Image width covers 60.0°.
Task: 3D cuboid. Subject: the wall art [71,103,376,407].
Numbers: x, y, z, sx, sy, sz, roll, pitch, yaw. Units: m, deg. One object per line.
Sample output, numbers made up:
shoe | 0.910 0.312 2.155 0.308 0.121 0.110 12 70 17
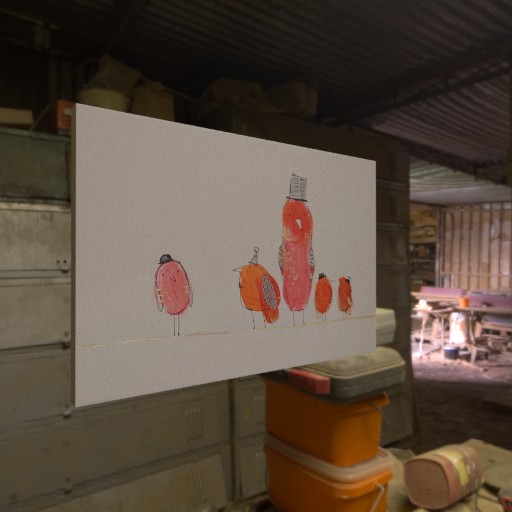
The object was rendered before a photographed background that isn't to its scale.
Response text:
wall art | 0.000 0.000 1.168 0.914 0.609 0.038 0 0 -35
